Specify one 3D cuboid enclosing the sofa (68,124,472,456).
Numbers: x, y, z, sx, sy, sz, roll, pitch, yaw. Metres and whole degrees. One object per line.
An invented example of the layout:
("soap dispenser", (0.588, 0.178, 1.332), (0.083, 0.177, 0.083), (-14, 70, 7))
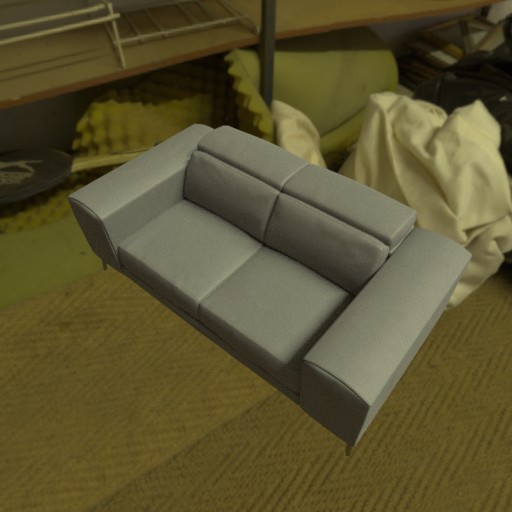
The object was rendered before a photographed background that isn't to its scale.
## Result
("sofa", (0.000, 0.000, 2.423), (1.895, 0.779, 1.003), (31, 54, 26))
